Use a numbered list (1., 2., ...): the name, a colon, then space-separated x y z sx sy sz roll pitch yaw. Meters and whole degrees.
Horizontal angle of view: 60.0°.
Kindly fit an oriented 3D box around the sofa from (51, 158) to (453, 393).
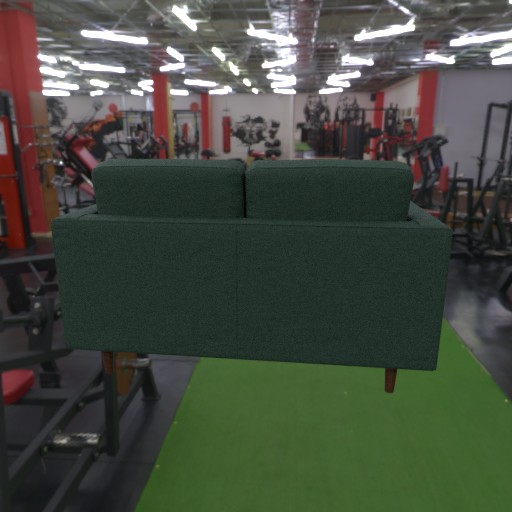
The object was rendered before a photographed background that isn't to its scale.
1. sofa: 0.000 0.000 2.033 1.430 0.899 0.879 2 16 7
